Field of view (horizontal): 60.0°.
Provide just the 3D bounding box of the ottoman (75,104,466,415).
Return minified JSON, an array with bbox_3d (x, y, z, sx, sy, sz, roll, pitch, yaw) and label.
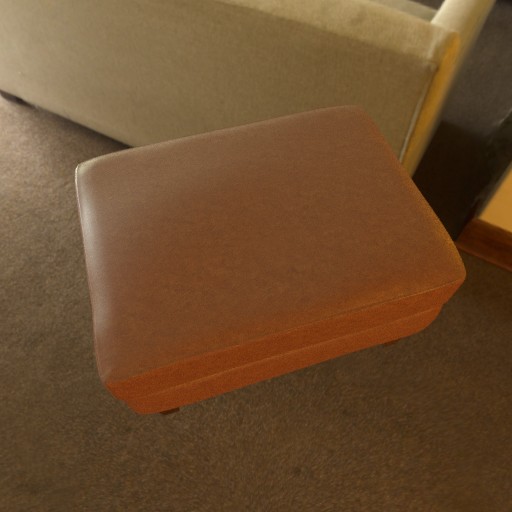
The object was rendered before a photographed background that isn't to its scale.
[{"bbox_3d":[0.000,0.000,1.256,0.851,0.485,0.650,-15,59,-9],"label":"ottoman"}]
